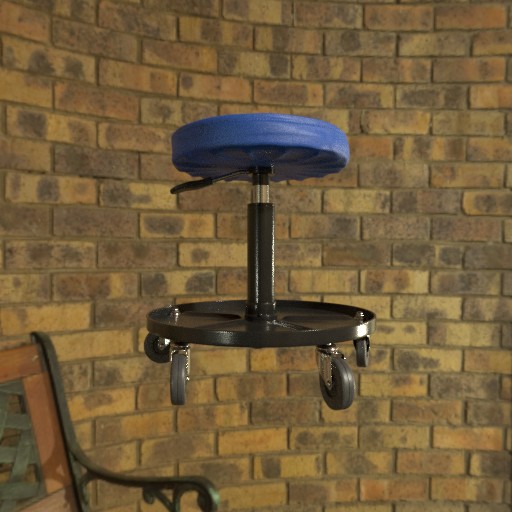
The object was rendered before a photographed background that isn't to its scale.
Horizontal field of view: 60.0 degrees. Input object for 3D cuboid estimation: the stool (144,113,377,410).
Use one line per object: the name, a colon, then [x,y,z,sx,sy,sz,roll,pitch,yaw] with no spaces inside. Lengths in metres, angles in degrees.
stool: [0.000,0.000,0.694,0.382,0.365,0.381,0,1,1]
